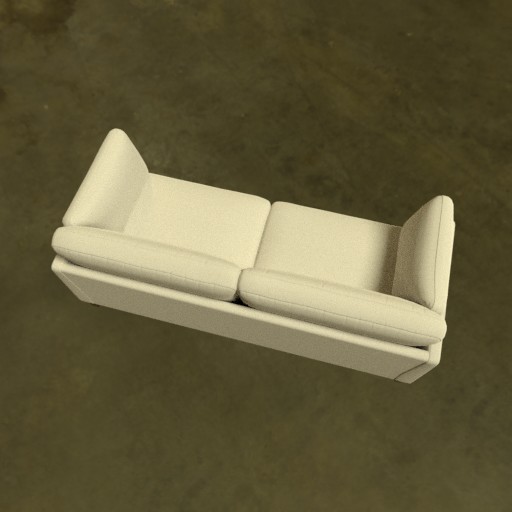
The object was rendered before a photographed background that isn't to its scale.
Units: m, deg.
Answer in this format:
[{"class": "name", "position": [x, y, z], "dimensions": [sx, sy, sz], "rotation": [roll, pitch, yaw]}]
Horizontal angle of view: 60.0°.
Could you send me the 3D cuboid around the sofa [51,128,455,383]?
[{"class": "sofa", "position": [0.000, 0.000, 2.826], "dimensions": [2.301, 0.863, 0.957], "rotation": [13, 64, 7]}]
